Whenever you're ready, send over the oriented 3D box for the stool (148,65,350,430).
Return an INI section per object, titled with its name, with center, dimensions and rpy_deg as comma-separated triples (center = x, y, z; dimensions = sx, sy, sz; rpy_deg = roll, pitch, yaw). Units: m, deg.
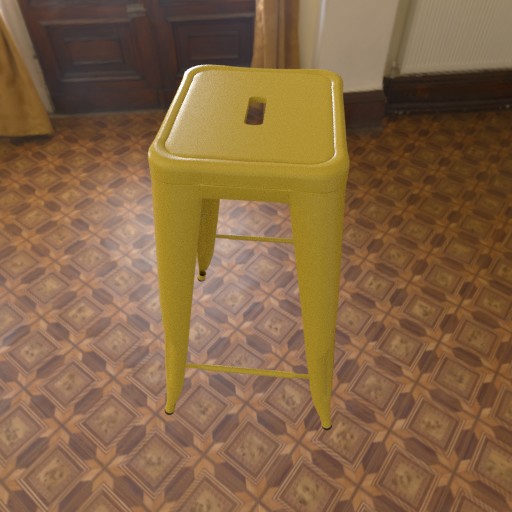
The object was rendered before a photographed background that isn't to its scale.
[stool]
center = 0.000, 0.000, 0.850
dimensions = 0.359, 0.609, 0.399
rpy_deg = 4, 47, 4
